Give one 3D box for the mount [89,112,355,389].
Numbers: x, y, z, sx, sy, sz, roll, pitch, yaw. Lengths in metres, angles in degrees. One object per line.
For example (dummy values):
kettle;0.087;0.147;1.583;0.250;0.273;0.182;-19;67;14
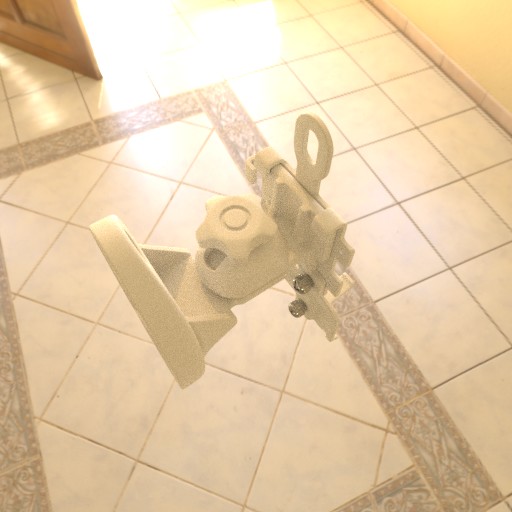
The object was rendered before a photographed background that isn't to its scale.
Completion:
mount;0.000;0.000;0.176;0.100;0.118;0.066;-30;63;-17
